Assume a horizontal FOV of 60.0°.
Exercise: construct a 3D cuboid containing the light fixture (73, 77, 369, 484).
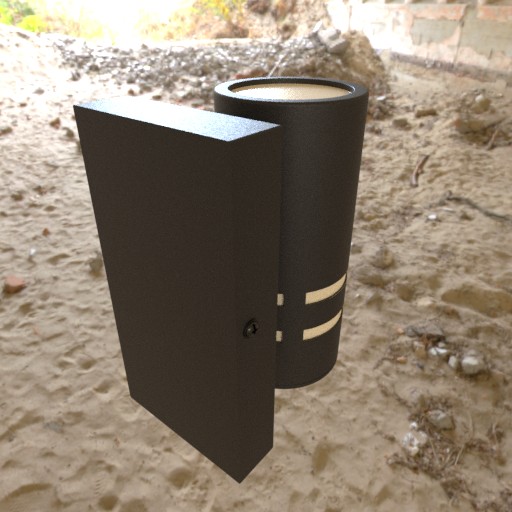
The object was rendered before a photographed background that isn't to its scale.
[{"bbox_3d":[0.000,0.000,0.257,0.098,0.179,0.138,22,37,33],"label":"light fixture"}]
